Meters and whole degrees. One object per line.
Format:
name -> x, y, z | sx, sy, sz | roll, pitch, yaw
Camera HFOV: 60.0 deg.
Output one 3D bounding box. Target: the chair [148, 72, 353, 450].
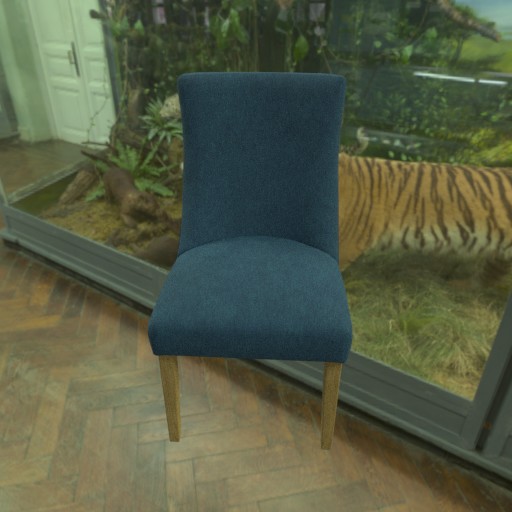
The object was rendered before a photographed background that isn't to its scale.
chair -> 0.000, 0.000, 1.261 | 0.495, 0.902, 0.609 | 2, 30, 3
